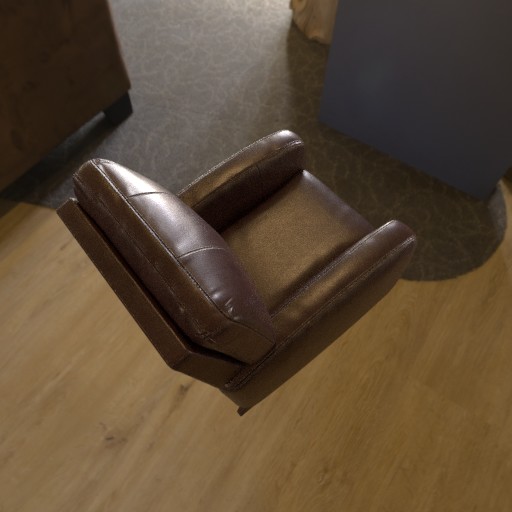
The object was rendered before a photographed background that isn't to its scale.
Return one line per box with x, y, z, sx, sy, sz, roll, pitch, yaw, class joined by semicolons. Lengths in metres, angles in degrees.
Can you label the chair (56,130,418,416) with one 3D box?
0.000;0.000;1.636;0.990;0.990;0.762;-35;65;-19;chair
